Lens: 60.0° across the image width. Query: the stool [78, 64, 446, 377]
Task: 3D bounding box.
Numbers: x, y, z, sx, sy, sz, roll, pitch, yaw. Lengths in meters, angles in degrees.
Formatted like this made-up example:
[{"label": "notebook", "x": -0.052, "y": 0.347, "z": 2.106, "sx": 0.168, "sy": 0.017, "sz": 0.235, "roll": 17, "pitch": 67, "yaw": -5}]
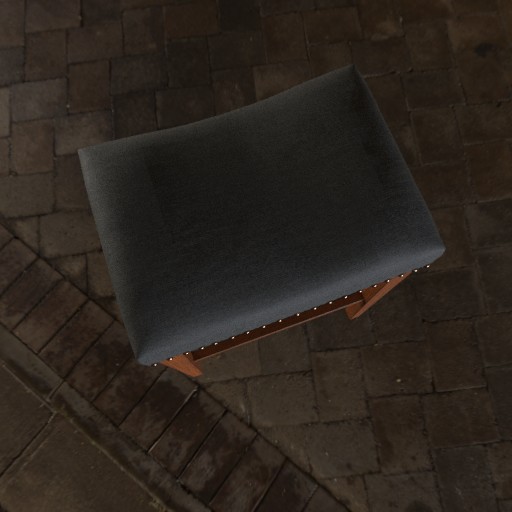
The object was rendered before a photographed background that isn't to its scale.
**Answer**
[{"label": "stool", "x": 0.000, "y": 0.000, "z": 0.852, "sx": 0.439, "sy": 0.612, "sz": 0.320, "roll": -19, "pitch": 76, "yaw": -5}]
